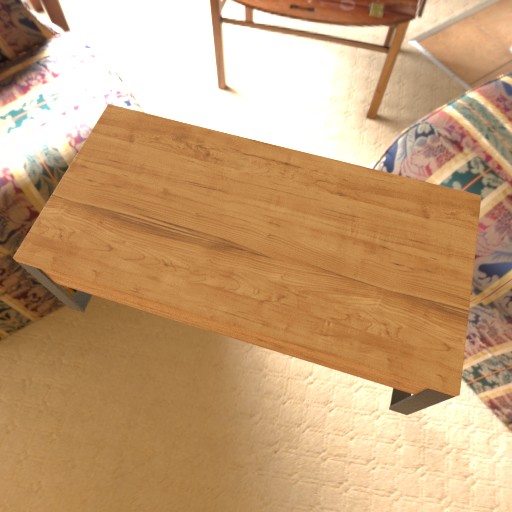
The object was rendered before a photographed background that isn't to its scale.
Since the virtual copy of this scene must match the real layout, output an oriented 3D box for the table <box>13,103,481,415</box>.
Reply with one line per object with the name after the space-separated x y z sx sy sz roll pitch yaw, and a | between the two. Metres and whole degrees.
0.000 0.000 1.411 1.180 0.400 0.590 16 65 8 | table
